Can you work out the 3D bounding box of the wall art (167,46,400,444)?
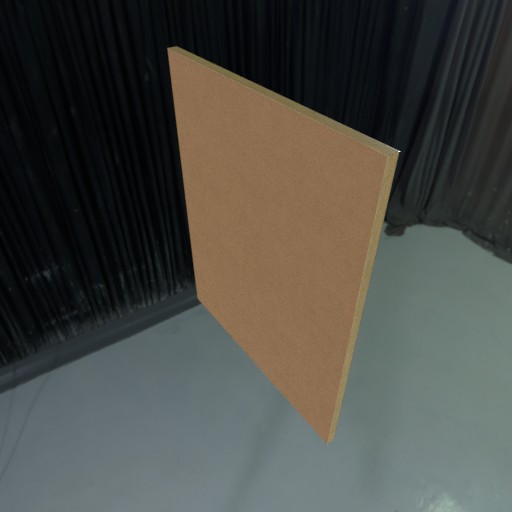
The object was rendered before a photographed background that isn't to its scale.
[{"bbox_3d":[0.000,0.000,1.330,0.030,1.002,0.798,-25,46,-27],"label":"wall art"}]
